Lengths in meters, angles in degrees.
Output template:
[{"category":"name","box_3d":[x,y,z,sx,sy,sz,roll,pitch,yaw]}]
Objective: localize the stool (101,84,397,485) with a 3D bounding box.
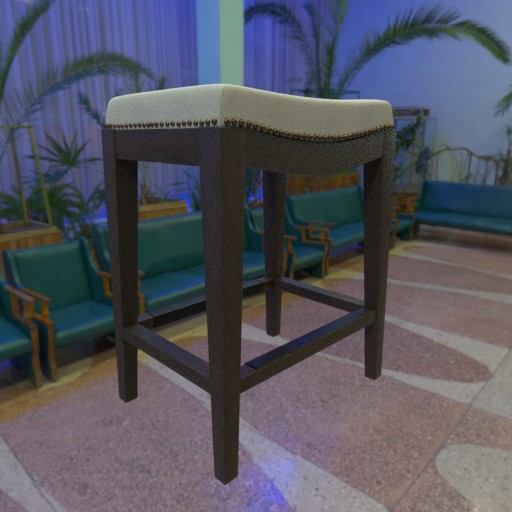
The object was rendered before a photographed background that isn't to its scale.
[{"category":"stool","box_3d":[0.000,0.000,0.950,0.500,0.642,0.361,-14,21,-43]}]
